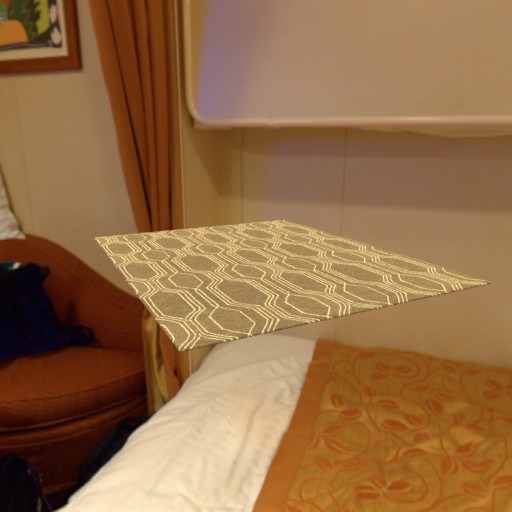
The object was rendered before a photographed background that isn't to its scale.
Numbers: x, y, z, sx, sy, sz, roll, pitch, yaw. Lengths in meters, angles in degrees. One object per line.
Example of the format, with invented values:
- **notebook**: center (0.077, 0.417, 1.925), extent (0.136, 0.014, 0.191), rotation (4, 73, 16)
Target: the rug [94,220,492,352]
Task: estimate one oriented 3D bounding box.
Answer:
- **rug**: center (0.000, 0.000, 4.126), extent (2.457, 0.012, 3.062), rotation (-7, 16, -26)
